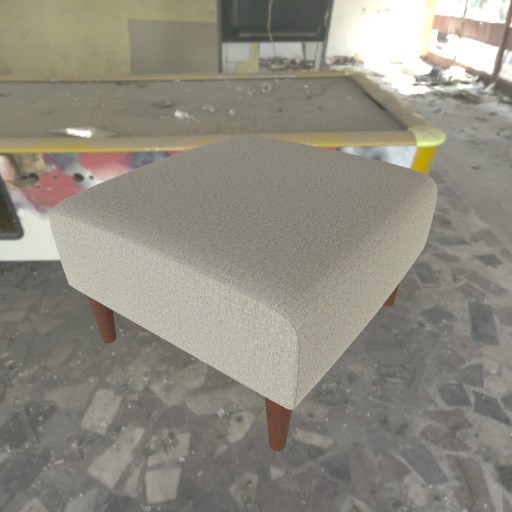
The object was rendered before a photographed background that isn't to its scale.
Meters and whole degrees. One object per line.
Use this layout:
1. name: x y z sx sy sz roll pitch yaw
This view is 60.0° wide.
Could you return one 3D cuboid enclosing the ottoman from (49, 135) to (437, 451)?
1. ottoman: 0.000 0.000 1.070 0.648 0.399 0.655 21 37 30
